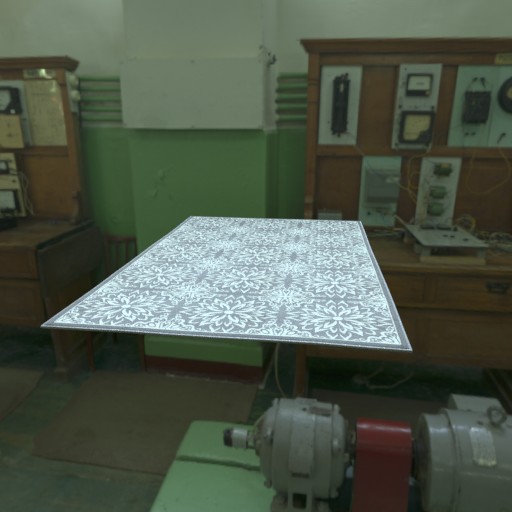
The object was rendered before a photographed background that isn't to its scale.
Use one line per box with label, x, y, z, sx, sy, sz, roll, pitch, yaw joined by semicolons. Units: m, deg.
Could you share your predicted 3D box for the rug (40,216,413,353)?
rug;0.000;0.000;3.418;1.819;0.018;2.746;2;17;8
